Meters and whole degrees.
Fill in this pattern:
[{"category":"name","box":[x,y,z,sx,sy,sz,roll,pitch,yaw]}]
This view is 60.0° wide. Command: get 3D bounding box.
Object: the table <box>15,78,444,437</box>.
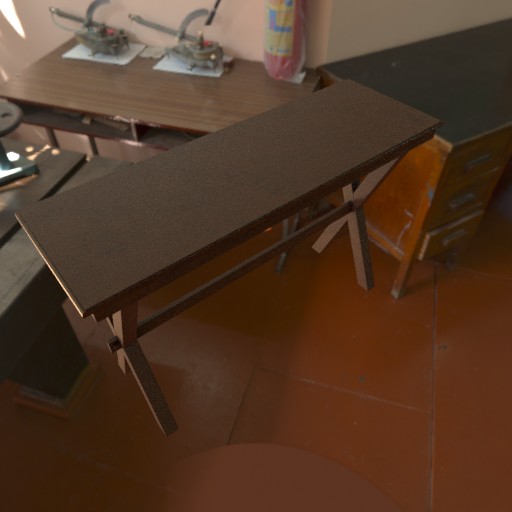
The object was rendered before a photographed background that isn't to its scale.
[{"category":"table","box":[0.000,0.000,1.505,1.197,0.763,0.399,-30,53,-26]}]
